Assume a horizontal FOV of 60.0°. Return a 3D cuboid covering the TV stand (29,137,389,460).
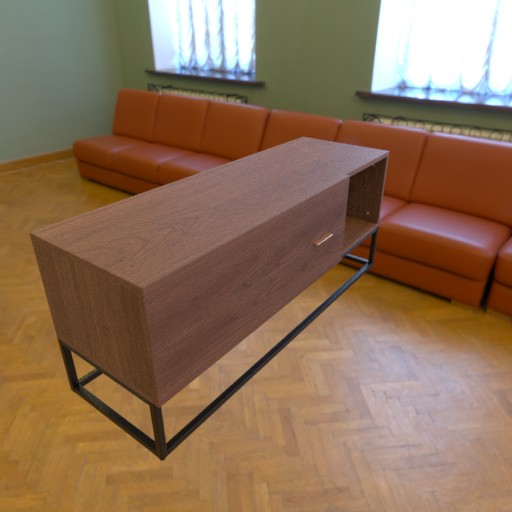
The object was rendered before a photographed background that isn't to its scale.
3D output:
[{"bbox_3d":[0.000,0.000,1.460,0.415,0.500,1.200,20,34,32],"label":"TV stand"}]
